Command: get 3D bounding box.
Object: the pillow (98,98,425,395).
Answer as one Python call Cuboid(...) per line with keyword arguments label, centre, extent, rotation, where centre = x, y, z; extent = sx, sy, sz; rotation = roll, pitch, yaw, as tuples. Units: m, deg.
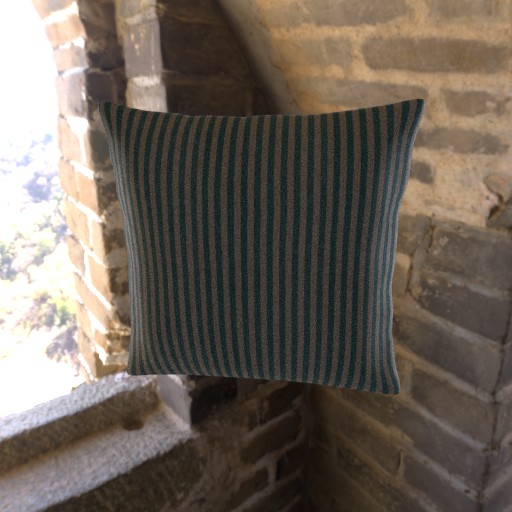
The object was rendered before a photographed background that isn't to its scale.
Cuboid(label="pillow", centre=(0.000, 0.000, 0.765), extent=(0.523, 0.510, 0.166), rotation=(2, 16, 8))
